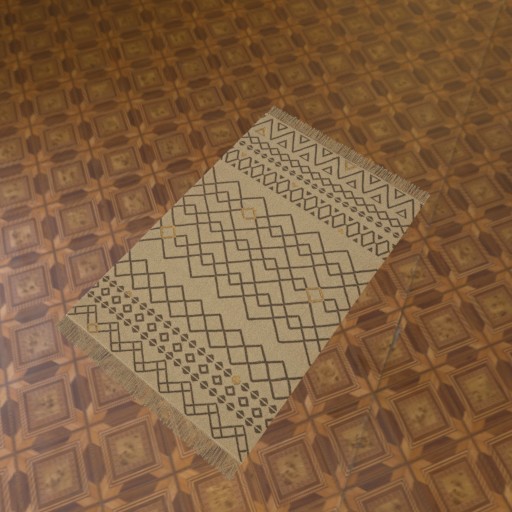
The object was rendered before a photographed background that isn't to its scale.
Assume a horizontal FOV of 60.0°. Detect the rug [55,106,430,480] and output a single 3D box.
[{"bbox_3d":[0.000,0.000,3.148,1.495,0.035,2.472,34,69,16],"label":"rug"}]
